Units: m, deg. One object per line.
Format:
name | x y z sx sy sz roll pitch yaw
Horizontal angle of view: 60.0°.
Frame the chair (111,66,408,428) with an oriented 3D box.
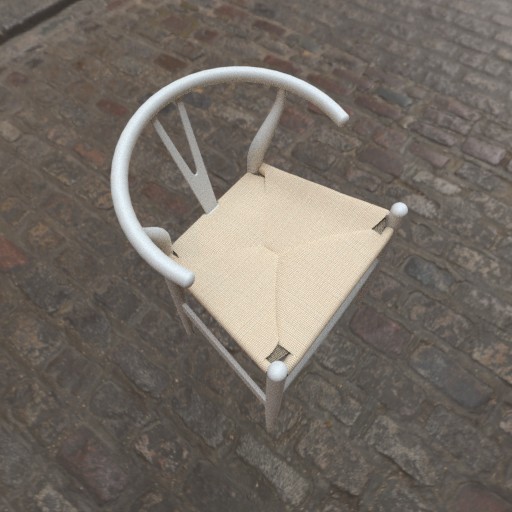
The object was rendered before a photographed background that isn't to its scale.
chair | 0.000 0.000 1.096 0.500 0.736 0.533 33 64 19
